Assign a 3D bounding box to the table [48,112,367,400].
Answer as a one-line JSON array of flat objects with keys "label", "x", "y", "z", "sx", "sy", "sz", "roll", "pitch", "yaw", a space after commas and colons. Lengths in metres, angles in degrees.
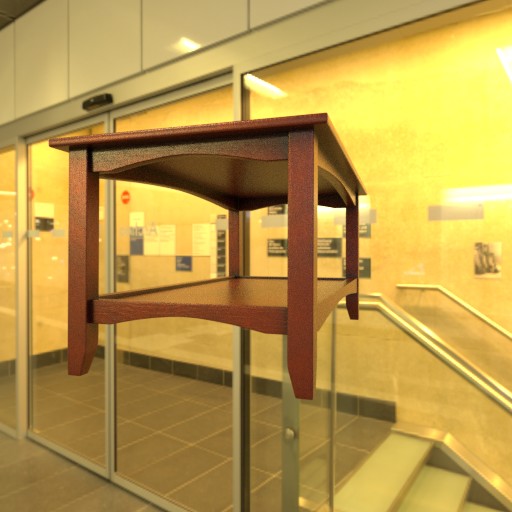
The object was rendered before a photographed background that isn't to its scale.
[{"label": "table", "x": 0.000, "y": 0.000, "z": 1.215, "sx": 0.533, "sy": 0.456, "sz": 0.943, "roll": 0, "pitch": 1, "yaw": 18}]
